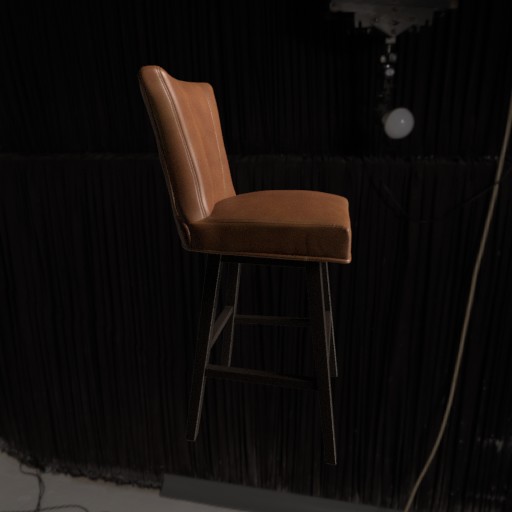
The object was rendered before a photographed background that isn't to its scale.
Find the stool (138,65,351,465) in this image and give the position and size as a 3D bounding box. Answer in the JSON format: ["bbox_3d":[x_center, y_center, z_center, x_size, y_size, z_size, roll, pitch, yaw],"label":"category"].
[{"bbox_3d":[0.000,0.000,1.433,0.585,1.094,0.522,3,16,10],"label":"stool"}]
